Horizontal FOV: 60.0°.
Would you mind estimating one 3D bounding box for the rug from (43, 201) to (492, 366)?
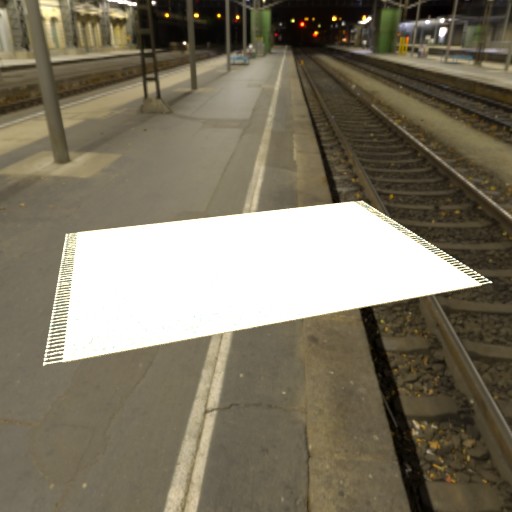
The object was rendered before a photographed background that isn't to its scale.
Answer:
[{"bbox_3d":[0.000,0.000,2.925,2.438,0.010,1.524,-8,27,-16],"label":"rug"}]
